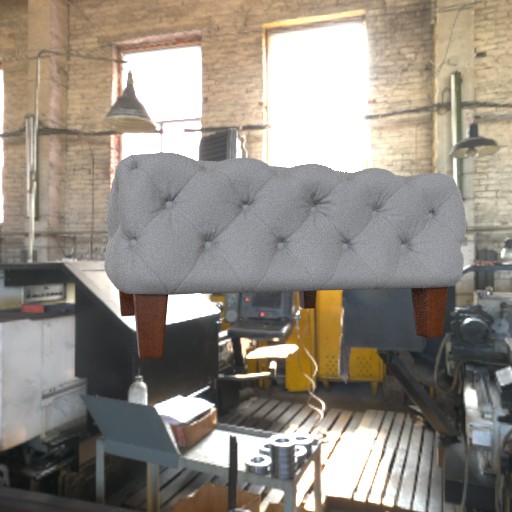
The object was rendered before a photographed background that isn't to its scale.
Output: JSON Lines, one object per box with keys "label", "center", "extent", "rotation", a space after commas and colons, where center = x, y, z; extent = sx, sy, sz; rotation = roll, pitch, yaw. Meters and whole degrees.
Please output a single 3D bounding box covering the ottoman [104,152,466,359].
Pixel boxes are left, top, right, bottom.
{"label": "ottoman", "center": [0.000, 0.000, 1.186], "extent": [0.764, 0.365, 0.758], "rotation": [0, 0, -20]}
